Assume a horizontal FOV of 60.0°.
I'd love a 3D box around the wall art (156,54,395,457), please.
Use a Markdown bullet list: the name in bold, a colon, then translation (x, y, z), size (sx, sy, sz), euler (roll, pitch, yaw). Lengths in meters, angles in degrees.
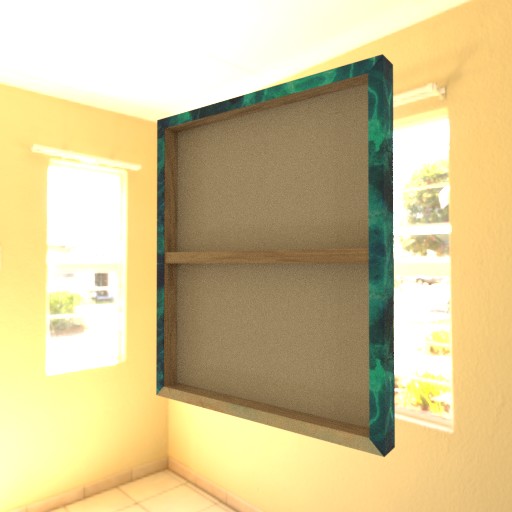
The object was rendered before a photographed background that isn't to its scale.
- **wall art**: translation (0.000, 0.000, 0.703), size (0.432, 0.508, 0.038), euler (-1, -1, 37)
